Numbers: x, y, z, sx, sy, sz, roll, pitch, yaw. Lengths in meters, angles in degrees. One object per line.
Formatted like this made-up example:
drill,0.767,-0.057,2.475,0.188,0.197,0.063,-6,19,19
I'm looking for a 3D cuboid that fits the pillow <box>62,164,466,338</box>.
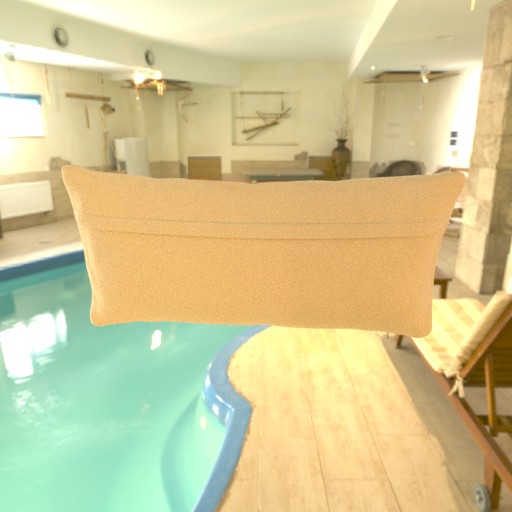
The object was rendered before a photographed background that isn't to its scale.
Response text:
pillow,0.000,0.000,0.724,0.609,0.292,0.155,2,16,6
